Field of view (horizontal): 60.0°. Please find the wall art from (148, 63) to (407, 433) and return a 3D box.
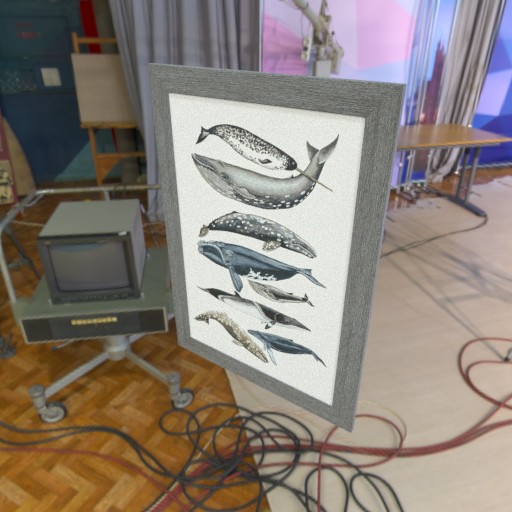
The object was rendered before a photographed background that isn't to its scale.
[{"bbox_3d":[0.000,0.000,1.388,0.768,1.070,0.020,18,34,30],"label":"wall art"}]
